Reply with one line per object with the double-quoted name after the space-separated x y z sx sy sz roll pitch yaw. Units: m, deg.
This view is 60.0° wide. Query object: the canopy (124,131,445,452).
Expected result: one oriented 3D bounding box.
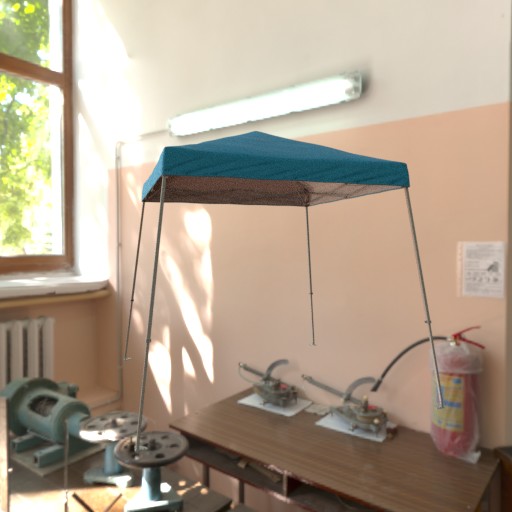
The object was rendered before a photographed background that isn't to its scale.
0.000 0.000 5.089 2.849 2.849 2.848 0 2 -18 "canopy"
